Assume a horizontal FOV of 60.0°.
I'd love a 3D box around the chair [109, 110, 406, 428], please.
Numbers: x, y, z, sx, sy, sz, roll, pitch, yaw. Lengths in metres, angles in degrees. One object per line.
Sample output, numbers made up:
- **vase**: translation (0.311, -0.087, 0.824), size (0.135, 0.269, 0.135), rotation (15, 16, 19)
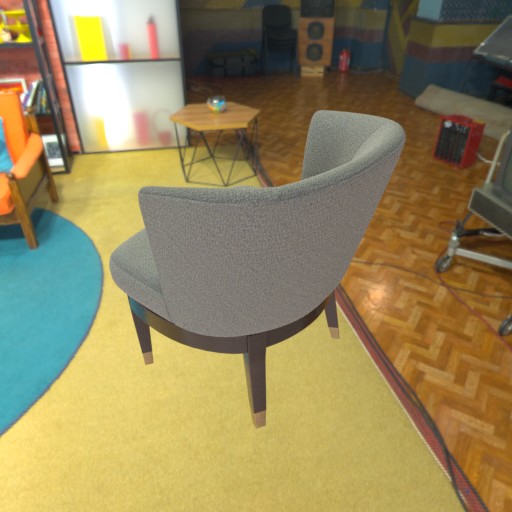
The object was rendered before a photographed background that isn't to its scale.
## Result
- **chair**: translation (0.000, 0.000, 1.271), size (0.660, 0.760, 0.700), rotation (23, 40, 30)
